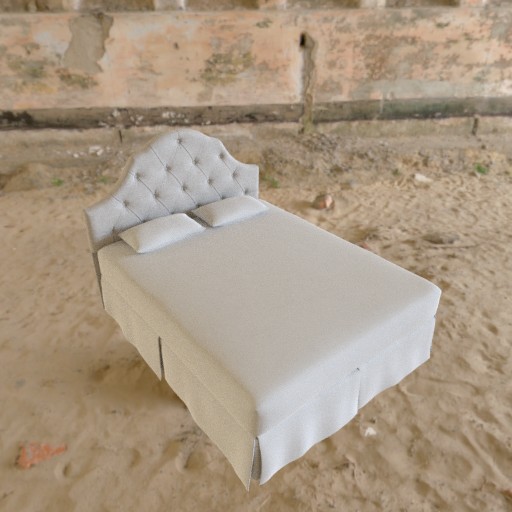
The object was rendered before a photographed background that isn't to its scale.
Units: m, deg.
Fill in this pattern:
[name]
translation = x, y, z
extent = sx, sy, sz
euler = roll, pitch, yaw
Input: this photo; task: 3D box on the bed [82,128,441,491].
[bed]
translation = 0.000, 0.000, 3.722
extent = 2.039, 1.617, 2.477
euler = -22, 37, -33
